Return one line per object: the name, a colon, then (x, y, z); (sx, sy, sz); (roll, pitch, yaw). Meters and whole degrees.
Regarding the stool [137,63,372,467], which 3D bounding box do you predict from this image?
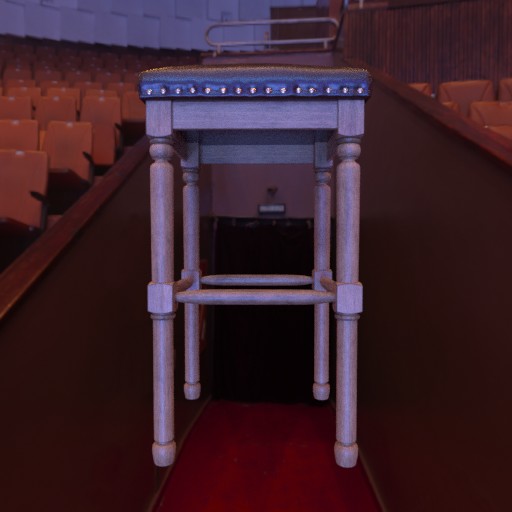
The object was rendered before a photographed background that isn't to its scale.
stool: (0.000, 0.000, 0.911); (0.382, 0.702, 0.383); (0, 2, 1)
